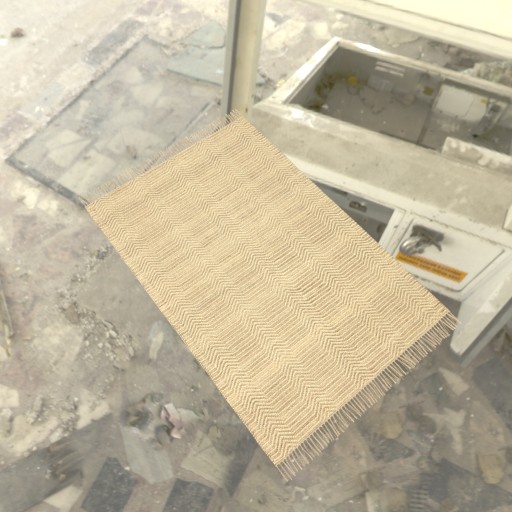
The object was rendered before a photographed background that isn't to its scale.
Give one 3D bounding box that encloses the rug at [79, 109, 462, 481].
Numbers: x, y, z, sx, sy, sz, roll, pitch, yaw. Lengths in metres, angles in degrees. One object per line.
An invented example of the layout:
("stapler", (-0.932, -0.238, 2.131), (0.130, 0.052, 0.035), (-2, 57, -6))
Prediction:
("rug", (0.000, 0.000, 2.552), (1.224, 0.027, 2.021), (-35, 67, -17))
